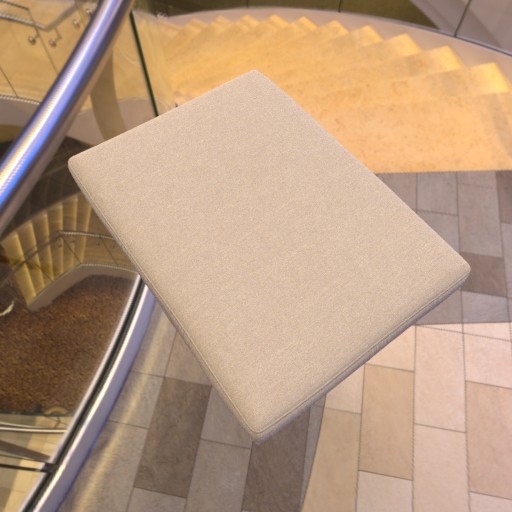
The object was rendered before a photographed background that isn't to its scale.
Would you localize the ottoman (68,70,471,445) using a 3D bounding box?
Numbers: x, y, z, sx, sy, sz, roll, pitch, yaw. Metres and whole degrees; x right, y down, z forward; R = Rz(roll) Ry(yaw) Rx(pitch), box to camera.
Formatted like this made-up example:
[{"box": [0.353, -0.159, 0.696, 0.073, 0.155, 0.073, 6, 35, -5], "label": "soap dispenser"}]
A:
[{"box": [0.000, 0.000, 1.149, 0.569, 0.500, 0.771, -33, 66, -16], "label": "ottoman"}]
